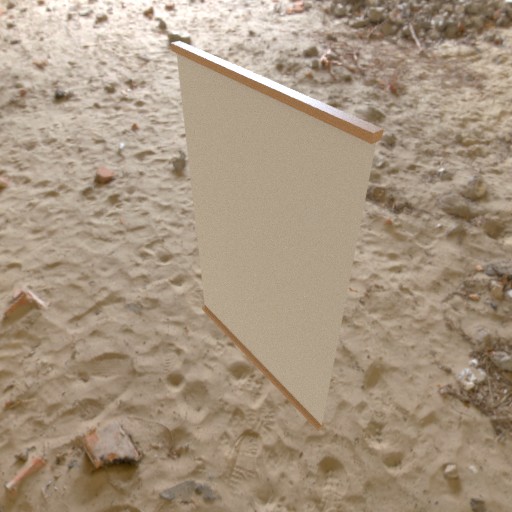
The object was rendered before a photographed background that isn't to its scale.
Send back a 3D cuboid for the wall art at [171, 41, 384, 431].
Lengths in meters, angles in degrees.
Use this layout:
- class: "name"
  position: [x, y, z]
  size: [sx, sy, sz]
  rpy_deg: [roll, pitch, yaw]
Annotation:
- class: "wall art"
  position: [0.000, 0.000, 1.909]
  size: [0.040, 1.510, 0.991]
  rpy_deg: [-28, 48, -28]
